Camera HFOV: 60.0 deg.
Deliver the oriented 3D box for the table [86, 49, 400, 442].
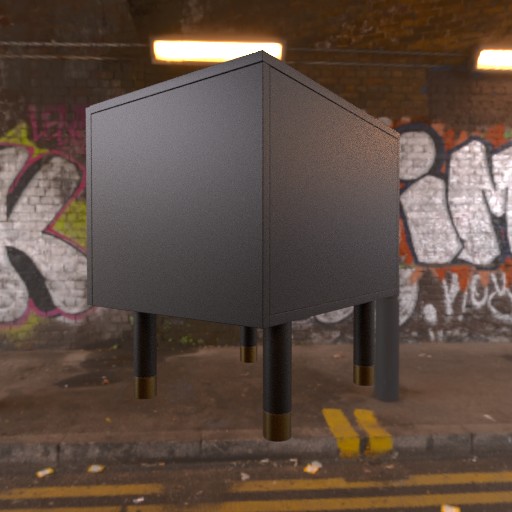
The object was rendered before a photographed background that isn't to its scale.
[{"bbox_3d":[0.000,0.000,0.973,0.441,0.584,0.564,1,1,37],"label":"table"}]
